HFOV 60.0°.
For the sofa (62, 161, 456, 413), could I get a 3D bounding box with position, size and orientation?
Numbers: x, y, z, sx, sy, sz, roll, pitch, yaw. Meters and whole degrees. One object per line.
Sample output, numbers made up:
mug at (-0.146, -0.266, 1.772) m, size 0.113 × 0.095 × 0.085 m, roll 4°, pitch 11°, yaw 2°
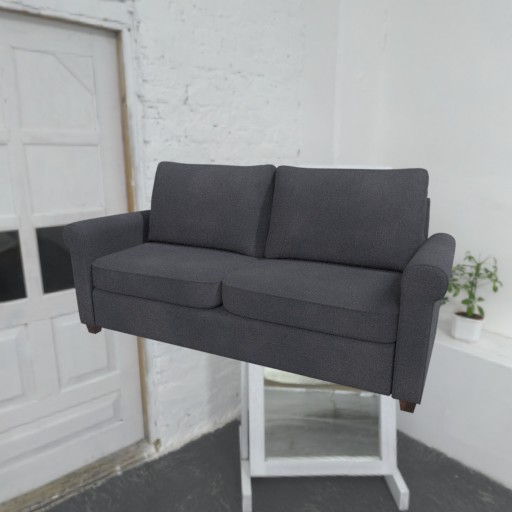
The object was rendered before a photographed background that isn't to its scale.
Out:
sofa at (0.000, 0.000, 2.380) m, size 1.935 × 0.942 × 0.842 m, roll 7°, pitch 16°, yaw 25°
